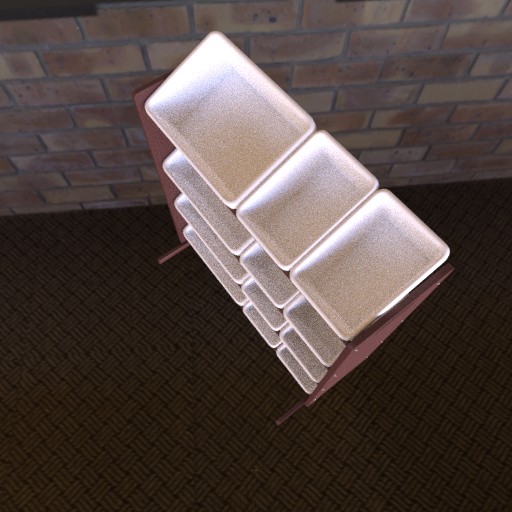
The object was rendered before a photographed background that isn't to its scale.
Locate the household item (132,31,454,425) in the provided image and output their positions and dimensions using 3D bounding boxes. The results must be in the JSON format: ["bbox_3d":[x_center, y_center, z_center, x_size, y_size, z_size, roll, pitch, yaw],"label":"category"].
[{"bbox_3d":[0.000,0.000,1.269,0.389,0.864,0.787,-34,69,-15],"label":"household item"}]
